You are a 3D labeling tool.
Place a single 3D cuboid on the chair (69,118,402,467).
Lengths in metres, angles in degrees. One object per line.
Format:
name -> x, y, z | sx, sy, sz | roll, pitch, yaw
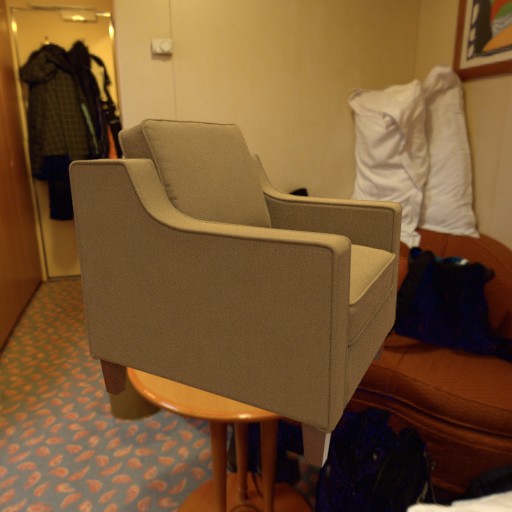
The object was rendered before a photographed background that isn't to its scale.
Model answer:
chair -> 0.000, 0.000, 1.631 | 0.909, 0.960, 0.831 | 8, 17, 27
